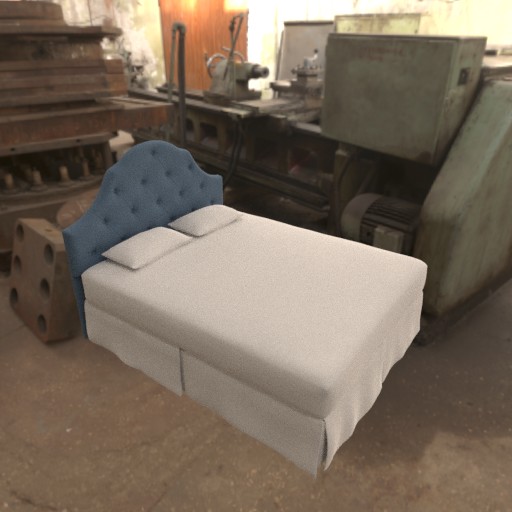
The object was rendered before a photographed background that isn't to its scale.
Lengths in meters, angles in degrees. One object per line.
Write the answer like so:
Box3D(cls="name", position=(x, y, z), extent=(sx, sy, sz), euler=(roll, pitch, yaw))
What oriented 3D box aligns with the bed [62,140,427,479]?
Box3D(cls="bed", position=(0.000, 0.000, 3.762), extent=(2.477, 1.617, 2.039), euler=(18, 32, 31))
